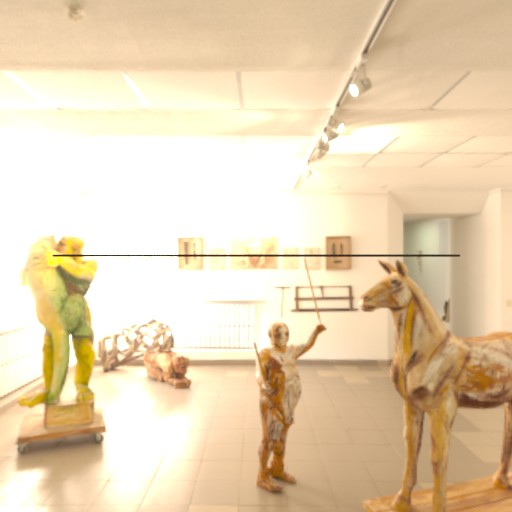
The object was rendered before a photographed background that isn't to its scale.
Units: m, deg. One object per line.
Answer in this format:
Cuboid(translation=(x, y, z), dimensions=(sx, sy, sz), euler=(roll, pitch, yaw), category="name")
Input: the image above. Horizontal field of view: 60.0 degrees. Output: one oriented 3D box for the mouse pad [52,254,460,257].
Cuboid(translation=(0.000, 0.000, 0.631), dimensions=(0.393, 0.002, 0.451), euler=(0, 0, 0), category="mouse pad")
